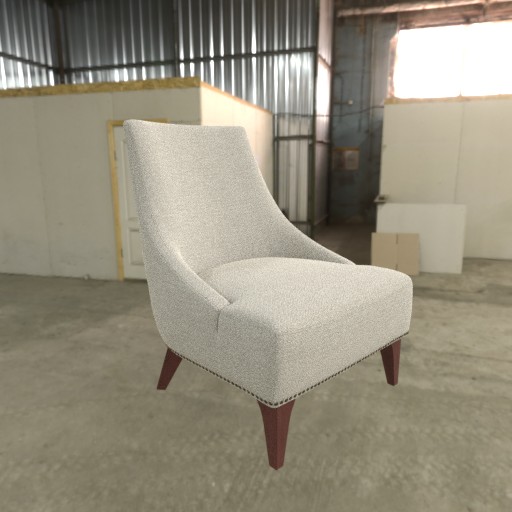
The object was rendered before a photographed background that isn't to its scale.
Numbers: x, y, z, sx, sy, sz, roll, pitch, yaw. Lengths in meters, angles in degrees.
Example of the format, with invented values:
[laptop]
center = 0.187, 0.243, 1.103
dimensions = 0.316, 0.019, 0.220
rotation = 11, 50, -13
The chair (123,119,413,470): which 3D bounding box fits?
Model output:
[chair]
center = 0.000, 0.000, 1.523
dimensions = 0.701, 0.909, 0.861
rotation = -12, 18, -43
